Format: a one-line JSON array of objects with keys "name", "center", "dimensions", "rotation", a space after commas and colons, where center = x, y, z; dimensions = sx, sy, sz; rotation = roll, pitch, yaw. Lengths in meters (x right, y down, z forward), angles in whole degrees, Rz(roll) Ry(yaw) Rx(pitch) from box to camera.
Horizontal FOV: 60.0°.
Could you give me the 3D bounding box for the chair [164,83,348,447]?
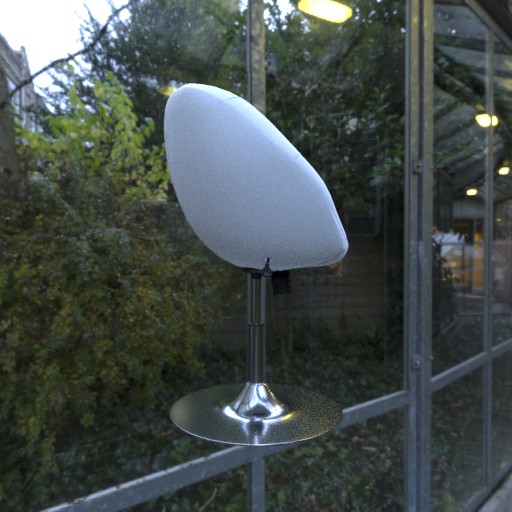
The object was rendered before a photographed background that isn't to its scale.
[{"name": "chair", "center": [0.000, 0.000, 1.826], "dimensions": [0.736, 1.261, 0.940], "rotation": [0, 0, -18]}]
